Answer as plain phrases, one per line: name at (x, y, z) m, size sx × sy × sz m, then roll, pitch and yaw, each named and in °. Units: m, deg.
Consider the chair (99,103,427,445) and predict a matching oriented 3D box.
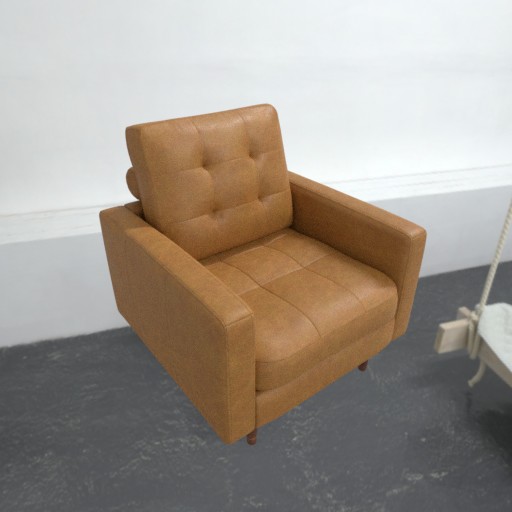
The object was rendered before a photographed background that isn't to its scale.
chair at (0.000, 0.000, 1.563) m, size 0.831 × 0.896 × 0.868 m, roll -21°, pitch 36°, yaw -32°
